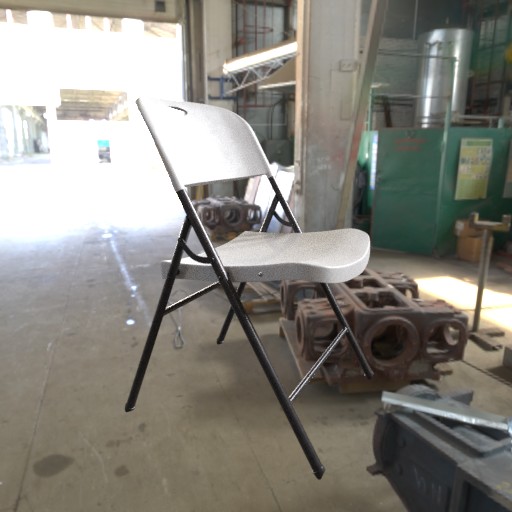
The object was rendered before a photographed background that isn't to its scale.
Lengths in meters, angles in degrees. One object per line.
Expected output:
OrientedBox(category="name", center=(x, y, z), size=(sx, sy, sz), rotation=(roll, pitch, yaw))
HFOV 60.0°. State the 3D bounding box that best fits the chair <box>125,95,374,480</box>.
OrientedBox(category="chair", center=(0.000, 0.000, 1.176), size=(0.566, 0.810, 0.494), rotation=(7, 16, 26))
